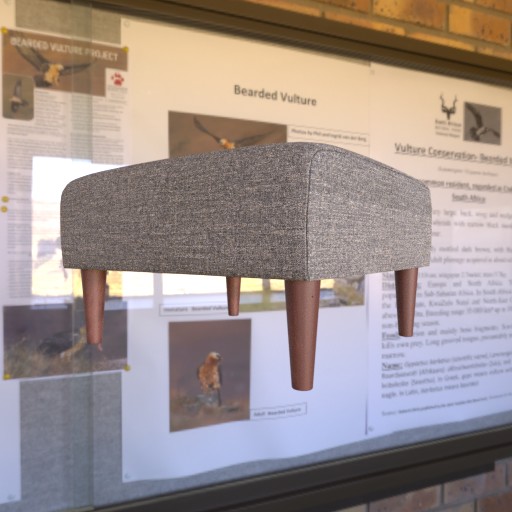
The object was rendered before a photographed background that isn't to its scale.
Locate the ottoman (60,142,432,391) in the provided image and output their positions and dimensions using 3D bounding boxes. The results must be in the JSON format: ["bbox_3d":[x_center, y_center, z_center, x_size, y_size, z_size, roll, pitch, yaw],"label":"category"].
[{"bbox_3d":[0.000,0.000,1.057,0.655,0.399,0.648,1,1,36],"label":"ottoman"}]
